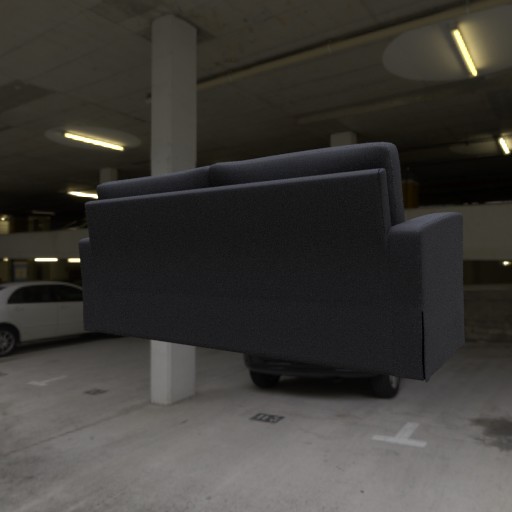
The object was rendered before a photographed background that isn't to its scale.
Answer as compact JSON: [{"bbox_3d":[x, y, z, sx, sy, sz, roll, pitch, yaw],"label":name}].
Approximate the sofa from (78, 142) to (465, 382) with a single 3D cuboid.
[{"bbox_3d":[0.000,0.000,2.279,1.852,0.839,0.898,0,0,34],"label":"sofa"}]
